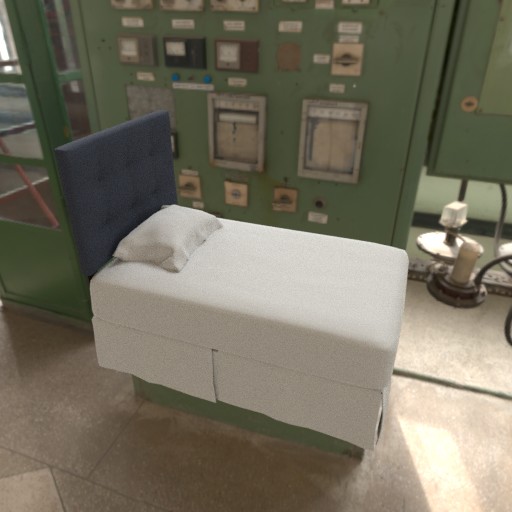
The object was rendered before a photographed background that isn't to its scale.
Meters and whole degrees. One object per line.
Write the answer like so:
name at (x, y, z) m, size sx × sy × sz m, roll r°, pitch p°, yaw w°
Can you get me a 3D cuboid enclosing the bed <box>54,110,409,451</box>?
bed at (0.000, 0.000, 2.979) m, size 1.997 × 1.571 × 1.261 m, roll 10°, pitch 31°, yaw 18°
